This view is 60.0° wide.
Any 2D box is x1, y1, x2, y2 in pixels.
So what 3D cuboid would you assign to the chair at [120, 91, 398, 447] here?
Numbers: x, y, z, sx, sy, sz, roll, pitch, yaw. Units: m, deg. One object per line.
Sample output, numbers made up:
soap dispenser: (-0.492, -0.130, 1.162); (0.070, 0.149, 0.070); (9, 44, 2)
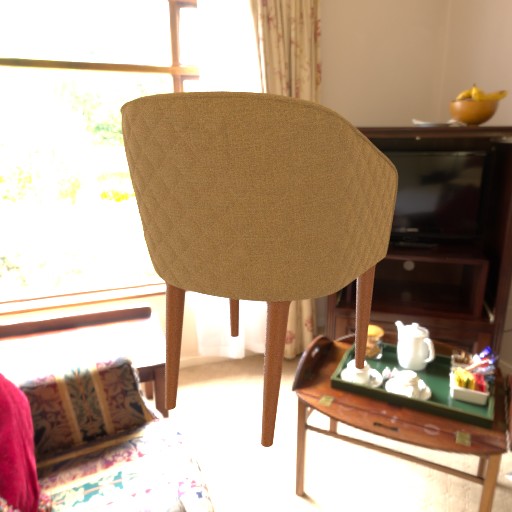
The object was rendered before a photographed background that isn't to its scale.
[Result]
chair: (0.000, 0.000, 1.178); (0.584, 0.775, 0.616); (8, 17, 29)
